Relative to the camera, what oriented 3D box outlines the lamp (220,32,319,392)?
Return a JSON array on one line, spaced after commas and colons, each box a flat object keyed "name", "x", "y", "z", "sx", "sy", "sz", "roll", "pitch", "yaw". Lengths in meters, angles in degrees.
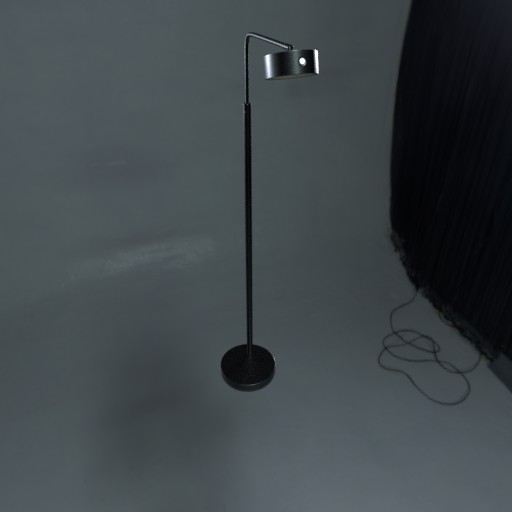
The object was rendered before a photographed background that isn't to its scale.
[{"name": "lamp", "x": 0.000, "y": 0.000, "z": 1.377, "sx": 0.219, "sy": 1.230, "sz": 0.418, "roll": -11, "pitch": 35, "yaw": -16}]
